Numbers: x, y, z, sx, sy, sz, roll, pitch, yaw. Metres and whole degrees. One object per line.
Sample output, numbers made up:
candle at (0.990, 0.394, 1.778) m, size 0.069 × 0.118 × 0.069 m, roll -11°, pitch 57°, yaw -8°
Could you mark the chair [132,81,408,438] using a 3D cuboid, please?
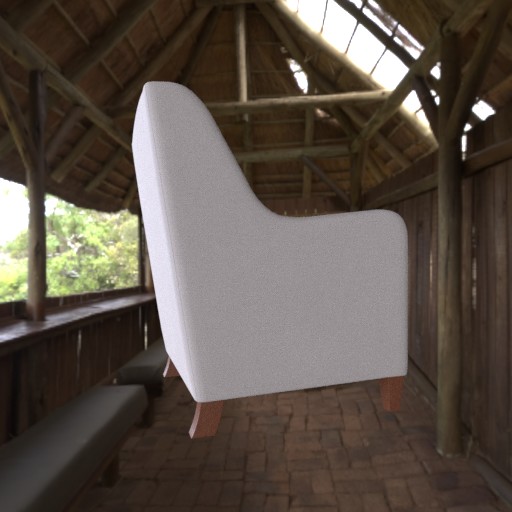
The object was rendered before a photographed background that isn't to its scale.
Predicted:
chair at (0.000, 0.000, 1.647) m, size 0.863 × 1.010 × 0.715 m, roll 0°, pitch 0°, yaw -18°
